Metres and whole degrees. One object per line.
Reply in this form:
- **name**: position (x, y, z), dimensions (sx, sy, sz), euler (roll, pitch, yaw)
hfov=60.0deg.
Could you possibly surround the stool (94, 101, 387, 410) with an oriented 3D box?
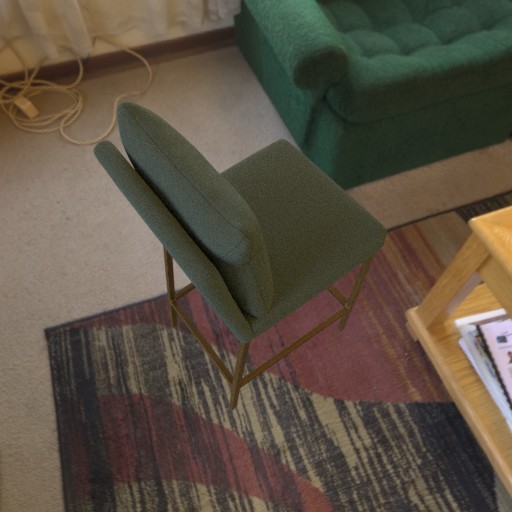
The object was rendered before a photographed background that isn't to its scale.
- **stool**: position (0.000, 0.000, 1.321), dimensions (0.568, 1.032, 0.463), euler (-33, 63, -19)
